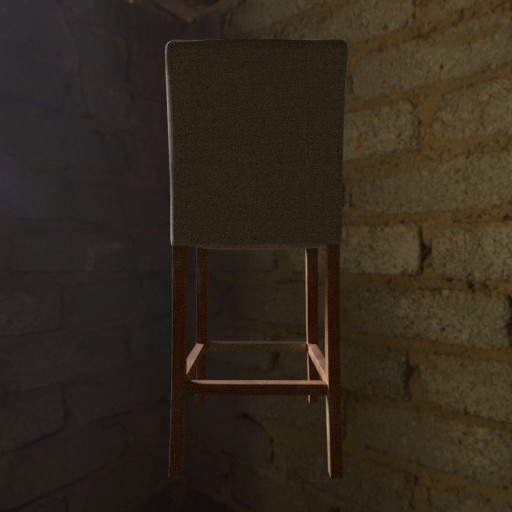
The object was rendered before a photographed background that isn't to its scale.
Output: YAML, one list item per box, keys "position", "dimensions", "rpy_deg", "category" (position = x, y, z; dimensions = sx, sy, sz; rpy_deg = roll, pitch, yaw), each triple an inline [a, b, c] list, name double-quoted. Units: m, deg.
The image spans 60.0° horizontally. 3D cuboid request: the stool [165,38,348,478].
- position: [0.000, 0.000, 1.310]
  dimensions: [0.454, 1.039, 0.567]
  rpy_deg: [0, 1, 0]
  category: "stool"
